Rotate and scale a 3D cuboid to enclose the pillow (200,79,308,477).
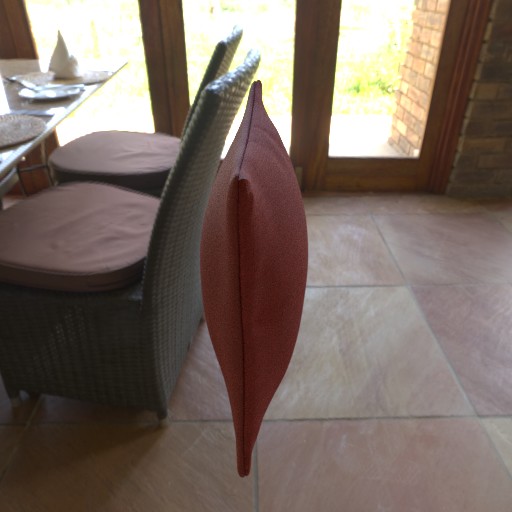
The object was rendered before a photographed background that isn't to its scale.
[{"bbox_3d":[0.000,0.000,0.651,0.151,0.416,0.435,1,32,2],"label":"pillow"}]
